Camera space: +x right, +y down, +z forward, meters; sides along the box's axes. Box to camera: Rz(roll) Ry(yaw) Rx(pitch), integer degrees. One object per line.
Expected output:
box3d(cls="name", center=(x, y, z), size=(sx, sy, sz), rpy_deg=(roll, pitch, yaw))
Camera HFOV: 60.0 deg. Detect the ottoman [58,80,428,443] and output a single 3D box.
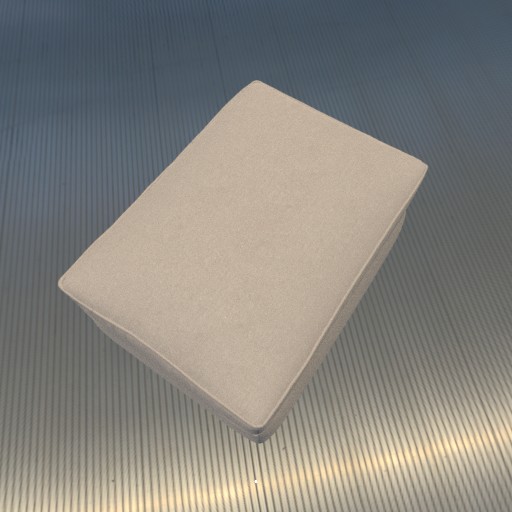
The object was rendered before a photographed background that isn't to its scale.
box3d(cls="ottoman", center=(0.000, 0.000, 1.023), size=(0.501, 0.456, 0.665), rpy_deg=(31, 67, 15))
